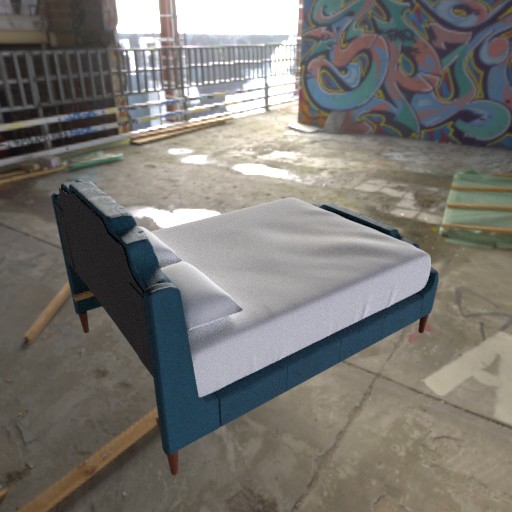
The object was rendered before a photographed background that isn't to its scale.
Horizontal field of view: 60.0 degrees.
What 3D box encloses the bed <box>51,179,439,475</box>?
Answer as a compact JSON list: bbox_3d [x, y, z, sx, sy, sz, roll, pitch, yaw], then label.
[{"bbox_3d":[0.000,0.000,3.281,2.322,1.351,1.676,-18,32,-31],"label":"bed"}]
